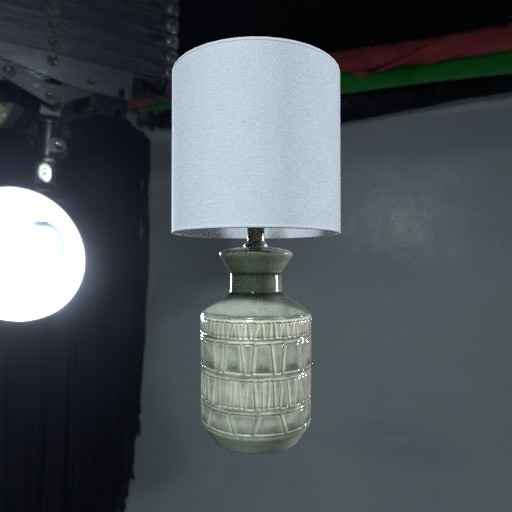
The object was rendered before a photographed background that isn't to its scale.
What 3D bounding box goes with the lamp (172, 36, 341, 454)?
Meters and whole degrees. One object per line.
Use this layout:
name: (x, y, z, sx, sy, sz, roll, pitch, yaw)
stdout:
lamp: (0.000, 0.000, 0.563, 0.211, 0.455, 0.211, 0, -1, 17)
